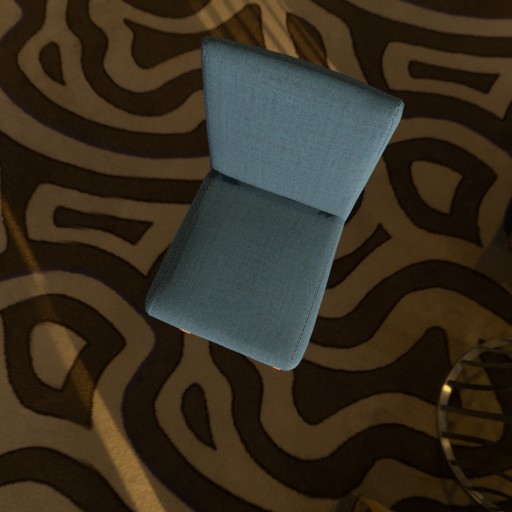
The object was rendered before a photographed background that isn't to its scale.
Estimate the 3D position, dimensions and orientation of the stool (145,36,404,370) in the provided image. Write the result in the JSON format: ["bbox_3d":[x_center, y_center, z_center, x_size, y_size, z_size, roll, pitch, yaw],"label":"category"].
[{"bbox_3d":[0.000,0.000,1.339,0.454,1.088,0.574,21,76,5],"label":"stool"}]
